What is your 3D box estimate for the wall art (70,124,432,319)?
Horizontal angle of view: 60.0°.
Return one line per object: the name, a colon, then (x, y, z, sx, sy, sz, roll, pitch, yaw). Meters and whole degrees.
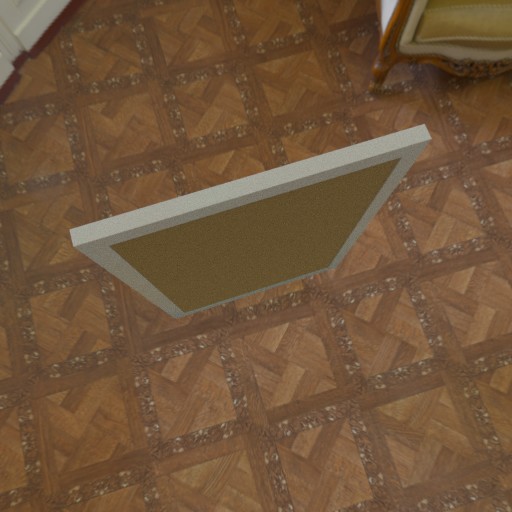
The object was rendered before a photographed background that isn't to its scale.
wall art: (0.000, 0.000, 1.455, 0.764, 1.143, 0.038, -17, 76, -5)
